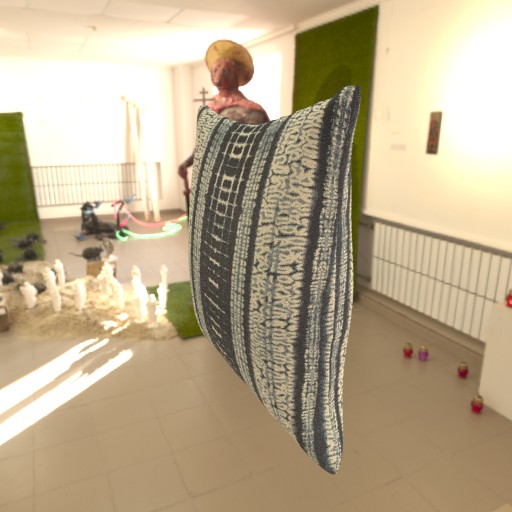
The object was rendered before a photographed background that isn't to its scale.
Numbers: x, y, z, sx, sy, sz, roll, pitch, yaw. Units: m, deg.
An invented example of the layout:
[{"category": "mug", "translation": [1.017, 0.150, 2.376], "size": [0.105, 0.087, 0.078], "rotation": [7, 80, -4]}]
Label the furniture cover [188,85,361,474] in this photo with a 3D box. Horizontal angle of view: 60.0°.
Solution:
[{"category": "furniture cover", "translation": [0.000, 0.000, 0.645], "size": [0.133, 0.435, 0.425], "rotation": [-8, 18, -25]}]
